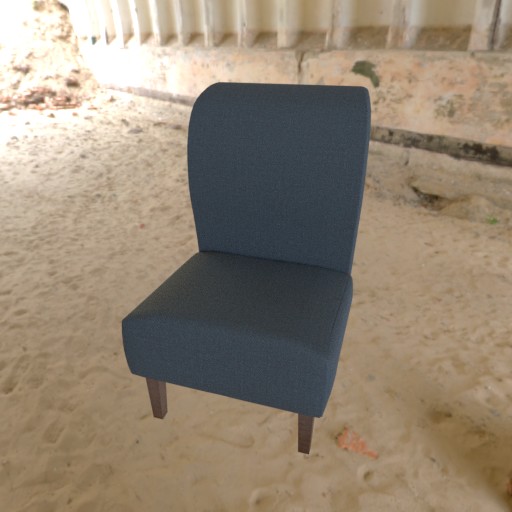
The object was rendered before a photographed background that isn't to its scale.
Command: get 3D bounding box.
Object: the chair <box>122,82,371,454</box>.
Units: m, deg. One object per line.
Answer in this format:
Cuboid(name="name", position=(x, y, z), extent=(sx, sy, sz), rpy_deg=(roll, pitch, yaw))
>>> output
Cuboid(name="chair", position=(0.000, 0.000, 1.172), extent=(0.513, 0.804, 0.592), rpy_deg=(7, 27, 15))
